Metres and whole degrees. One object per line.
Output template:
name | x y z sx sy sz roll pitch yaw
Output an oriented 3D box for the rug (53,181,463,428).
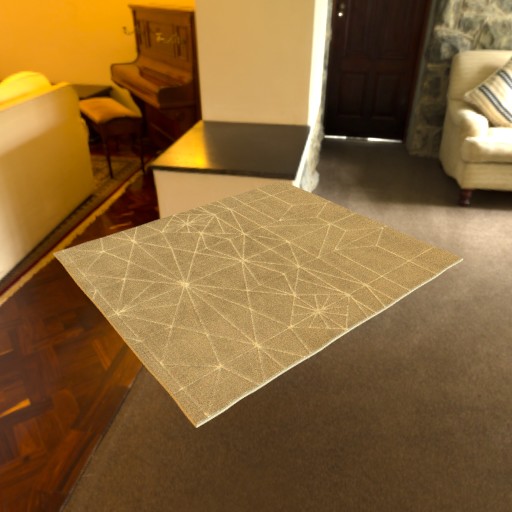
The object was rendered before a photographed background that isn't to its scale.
rug | 0.000 0.000 0.905 0.639 0.006 0.548 -23 38 -33
